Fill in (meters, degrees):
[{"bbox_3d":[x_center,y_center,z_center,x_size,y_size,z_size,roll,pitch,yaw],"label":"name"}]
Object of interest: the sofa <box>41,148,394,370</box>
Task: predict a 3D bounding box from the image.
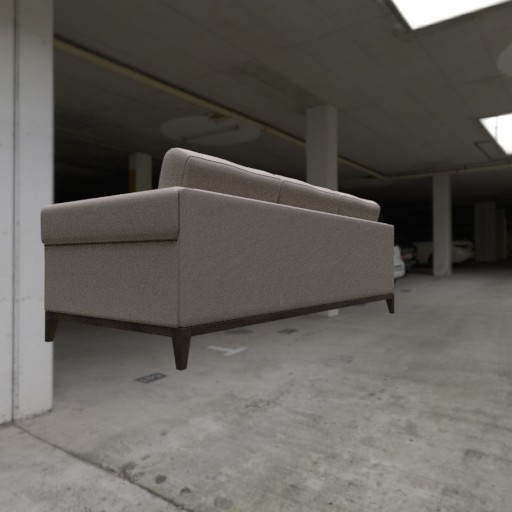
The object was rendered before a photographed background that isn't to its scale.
[{"bbox_3d":[0.000,0.000,2.728,0.959,0.838,2.210,0,-1,37],"label":"sofa"}]
